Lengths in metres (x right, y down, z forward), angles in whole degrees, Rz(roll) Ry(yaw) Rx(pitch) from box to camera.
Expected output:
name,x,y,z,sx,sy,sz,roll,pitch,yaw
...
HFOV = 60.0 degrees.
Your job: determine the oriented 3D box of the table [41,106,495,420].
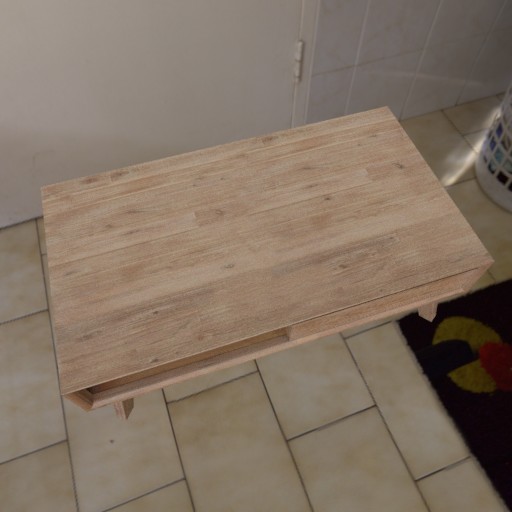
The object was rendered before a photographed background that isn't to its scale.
name,x,y,z,sx,sy,sz,roll,pitch,yaw
table,0.000,0.000,2.008,1.619,0.531,0.918,-16,61,-9
